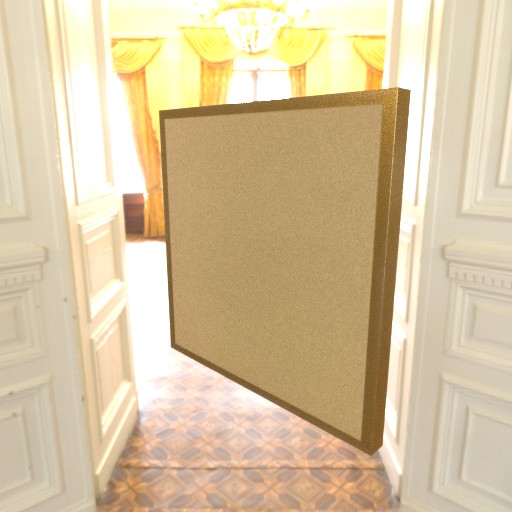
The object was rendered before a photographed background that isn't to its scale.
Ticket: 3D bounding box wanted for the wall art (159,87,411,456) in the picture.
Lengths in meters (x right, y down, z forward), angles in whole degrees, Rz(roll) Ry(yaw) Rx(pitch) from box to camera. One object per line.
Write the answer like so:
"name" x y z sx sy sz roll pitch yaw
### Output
"wall art" 0.000 0.000 0.774 0.510 0.509 0.033 14 19 43
